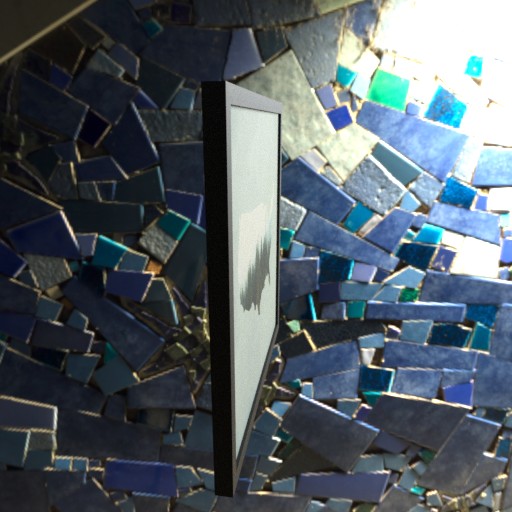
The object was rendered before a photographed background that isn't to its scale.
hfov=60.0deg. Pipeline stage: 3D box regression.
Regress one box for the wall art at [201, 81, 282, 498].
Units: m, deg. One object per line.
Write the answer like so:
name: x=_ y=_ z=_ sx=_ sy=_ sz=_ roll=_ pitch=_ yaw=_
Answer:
wall art: x=0.000 y=0.000 z=1.123 sx=0.038 sy=0.763 sz=0.763 roll=3 pitch=17 yaw=9
